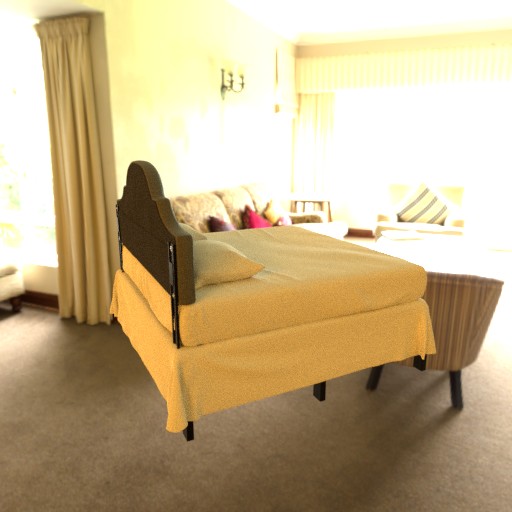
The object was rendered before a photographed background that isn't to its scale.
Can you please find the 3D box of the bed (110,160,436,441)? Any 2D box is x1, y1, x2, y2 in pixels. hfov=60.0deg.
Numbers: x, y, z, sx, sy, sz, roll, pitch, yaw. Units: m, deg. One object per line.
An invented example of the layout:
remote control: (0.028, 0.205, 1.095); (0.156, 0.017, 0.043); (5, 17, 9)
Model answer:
bed: (0.000, 0.000, 3.797); (2.222, 1.631, 2.303); (-7, 16, -25)
